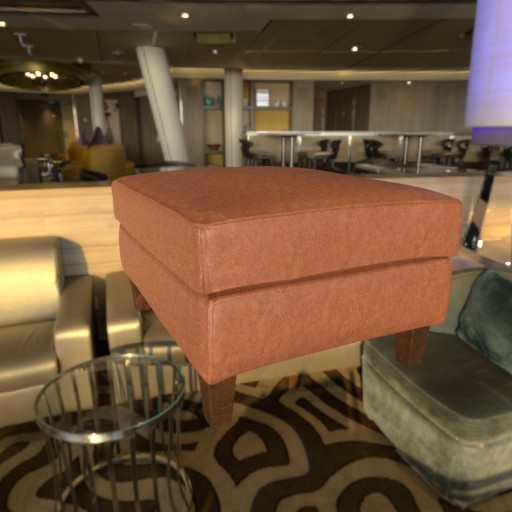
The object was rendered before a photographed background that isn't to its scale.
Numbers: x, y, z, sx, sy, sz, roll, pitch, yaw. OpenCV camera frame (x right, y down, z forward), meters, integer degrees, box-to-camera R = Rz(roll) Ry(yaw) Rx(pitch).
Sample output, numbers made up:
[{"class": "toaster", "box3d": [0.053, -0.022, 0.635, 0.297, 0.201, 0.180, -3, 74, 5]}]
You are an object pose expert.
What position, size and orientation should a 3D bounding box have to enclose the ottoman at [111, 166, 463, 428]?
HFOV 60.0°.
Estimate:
[{"class": "ottoman", "box3d": [0.000, 0.000, 1.254, 0.650, 0.485, 0.851, -8, 17, -26]}]
